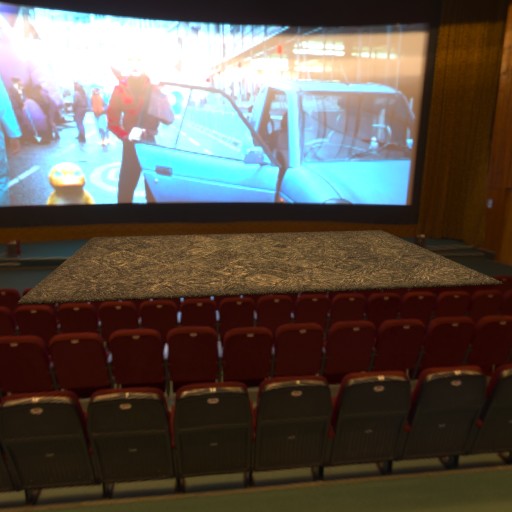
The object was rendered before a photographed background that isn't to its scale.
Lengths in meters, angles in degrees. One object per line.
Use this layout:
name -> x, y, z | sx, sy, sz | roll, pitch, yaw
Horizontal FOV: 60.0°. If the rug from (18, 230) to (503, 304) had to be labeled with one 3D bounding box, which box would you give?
rug -> 0.000, 0.000, 2.123 | 1.754, 0.010, 1.139 | -2, 14, -7
